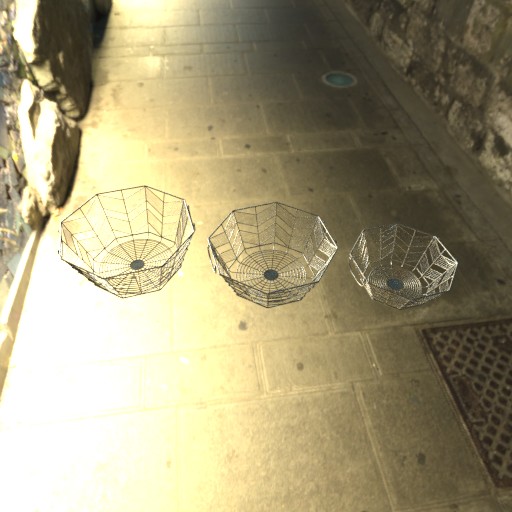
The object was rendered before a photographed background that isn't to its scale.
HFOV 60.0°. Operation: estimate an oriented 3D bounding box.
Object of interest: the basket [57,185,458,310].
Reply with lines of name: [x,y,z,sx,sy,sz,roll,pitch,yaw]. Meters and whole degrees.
basket: [0.000,0.000,1.423,1.246,0.178,0.432,4,46,4]
